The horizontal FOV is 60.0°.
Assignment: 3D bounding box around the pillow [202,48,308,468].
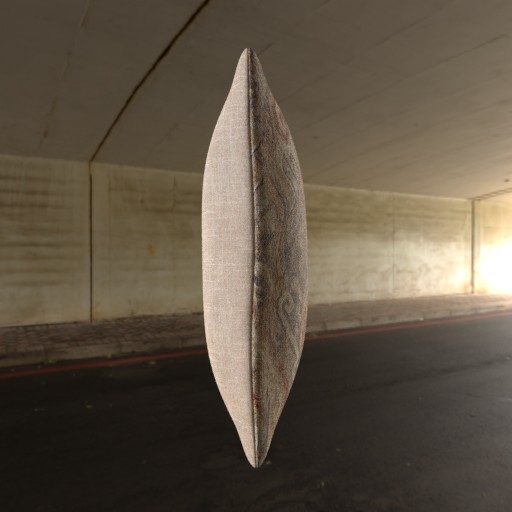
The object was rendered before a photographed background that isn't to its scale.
[{"bbox_3d":[0.000,0.000,0.785,0.166,0.506,0.523,0,0,1],"label":"pillow"}]
